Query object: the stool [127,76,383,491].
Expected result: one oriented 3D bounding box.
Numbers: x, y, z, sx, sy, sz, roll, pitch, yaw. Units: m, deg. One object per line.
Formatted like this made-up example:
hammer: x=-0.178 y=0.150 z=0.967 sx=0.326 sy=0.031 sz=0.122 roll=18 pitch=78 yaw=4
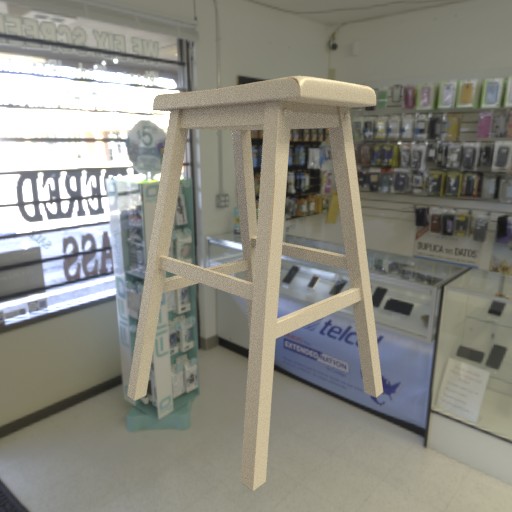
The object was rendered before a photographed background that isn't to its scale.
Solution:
stool: x=0.000 y=0.000 z=1.051 sx=0.457 sy=0.737 sz=0.476 roll=14 pitch=20 yaw=43
